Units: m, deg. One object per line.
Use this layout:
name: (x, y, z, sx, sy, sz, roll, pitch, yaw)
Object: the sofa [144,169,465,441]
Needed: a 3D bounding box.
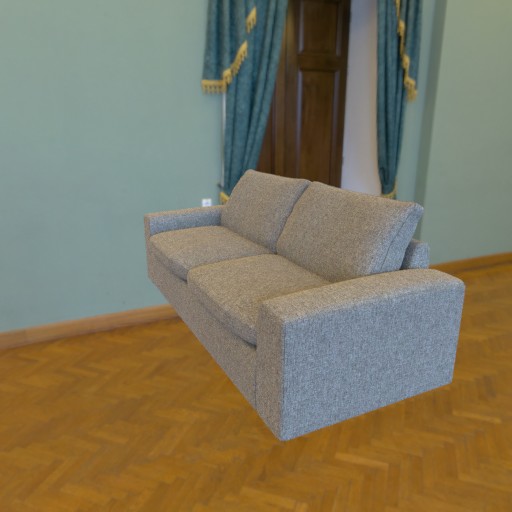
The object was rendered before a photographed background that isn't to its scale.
sofa: (0.000, 0.000, 2.845, 1.040, 0.922, 2.299, -8, 18, -25)
